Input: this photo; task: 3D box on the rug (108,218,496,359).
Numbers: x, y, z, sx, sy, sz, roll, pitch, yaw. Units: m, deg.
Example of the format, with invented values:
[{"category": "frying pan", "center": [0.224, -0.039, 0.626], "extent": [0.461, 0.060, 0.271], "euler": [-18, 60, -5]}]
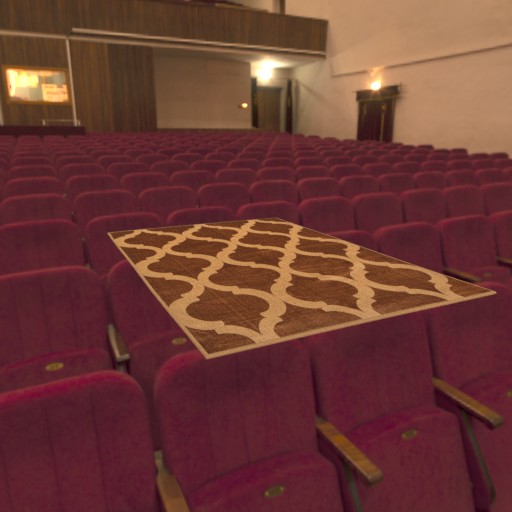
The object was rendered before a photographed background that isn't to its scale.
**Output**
[{"category": "rug", "center": [0.000, 0.000, 2.851], "extent": [1.526, 0.014, 2.290], "euler": [-7, 17, -25]}]
